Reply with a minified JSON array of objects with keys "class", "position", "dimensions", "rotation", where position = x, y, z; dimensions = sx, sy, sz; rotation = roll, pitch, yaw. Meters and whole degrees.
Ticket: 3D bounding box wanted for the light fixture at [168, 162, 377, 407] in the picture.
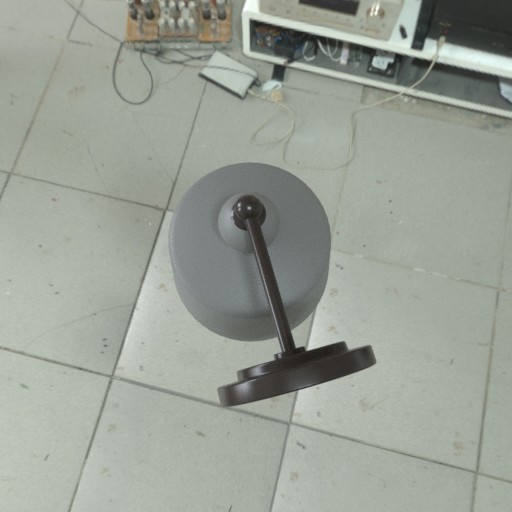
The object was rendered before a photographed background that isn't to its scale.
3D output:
[{"class":"light fixture","position":[0.000,0.000,0.448],"dimensions":[0.204,0.268,0.254],"rotation":[-15,76,-4]}]
